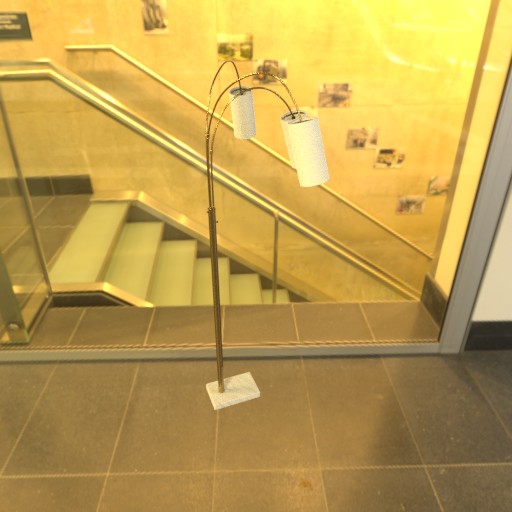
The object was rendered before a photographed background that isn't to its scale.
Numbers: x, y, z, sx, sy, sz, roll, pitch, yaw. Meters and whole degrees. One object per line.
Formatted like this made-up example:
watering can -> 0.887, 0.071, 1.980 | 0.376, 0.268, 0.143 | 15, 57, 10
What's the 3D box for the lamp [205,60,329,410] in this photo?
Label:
lamp -> 0.000, 0.000, 2.579 | 0.667, 2.055, 1.020 | -11, 31, -18
